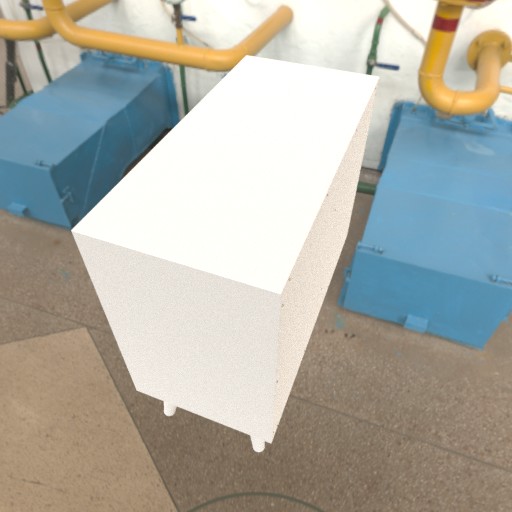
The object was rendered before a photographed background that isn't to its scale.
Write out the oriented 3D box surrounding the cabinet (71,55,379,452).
[{"bbox_3d":[0.000,0.000,1.252,0.398,0.761,0.800,16,48,15],"label":"cabinet"}]
